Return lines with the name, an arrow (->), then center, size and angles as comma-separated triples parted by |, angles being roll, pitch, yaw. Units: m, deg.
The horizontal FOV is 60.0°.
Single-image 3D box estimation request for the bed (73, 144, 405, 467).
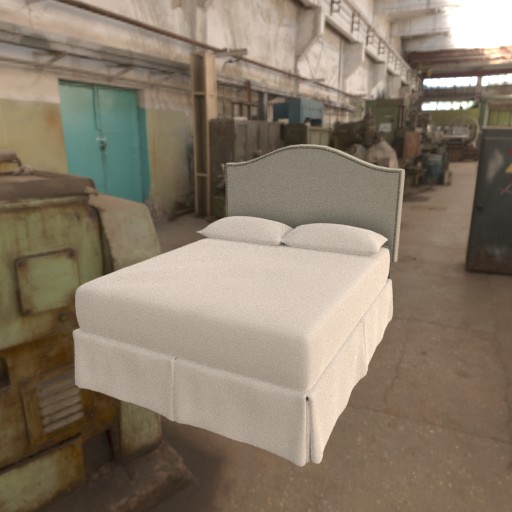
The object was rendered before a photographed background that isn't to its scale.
bed -> 0.000, 0.000, 3.390 | 1.813, 1.607, 2.180 | 8, 17, 26
